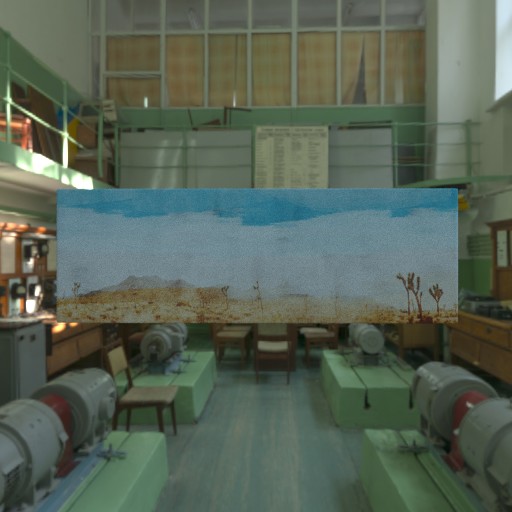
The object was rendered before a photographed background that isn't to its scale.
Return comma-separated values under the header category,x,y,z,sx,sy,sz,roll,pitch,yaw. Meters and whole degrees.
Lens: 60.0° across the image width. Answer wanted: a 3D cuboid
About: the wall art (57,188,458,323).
category,x,y,z,sx,sy,sz,roll,pitch,yaw
wall art,0.000,0.000,0.857,0.759,0.254,0.044,0,0,0
